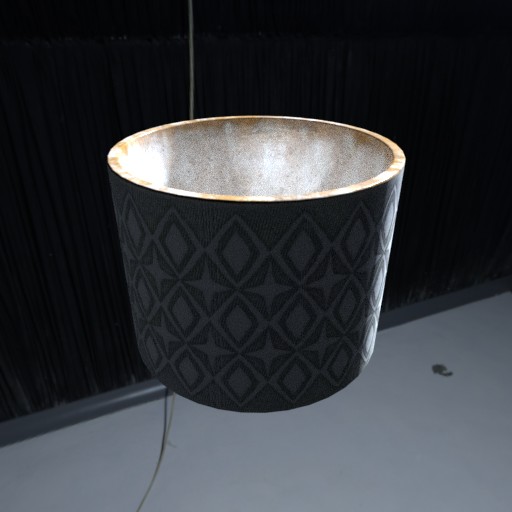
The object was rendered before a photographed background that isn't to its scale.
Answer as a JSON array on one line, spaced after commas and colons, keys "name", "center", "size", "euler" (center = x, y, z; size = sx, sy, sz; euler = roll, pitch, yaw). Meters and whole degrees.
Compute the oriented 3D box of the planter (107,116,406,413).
[{"name": "planter", "center": [0.000, 0.000, 0.447], "size": [0.255, 0.223, 0.255], "euler": [0, 29, 0]}]
